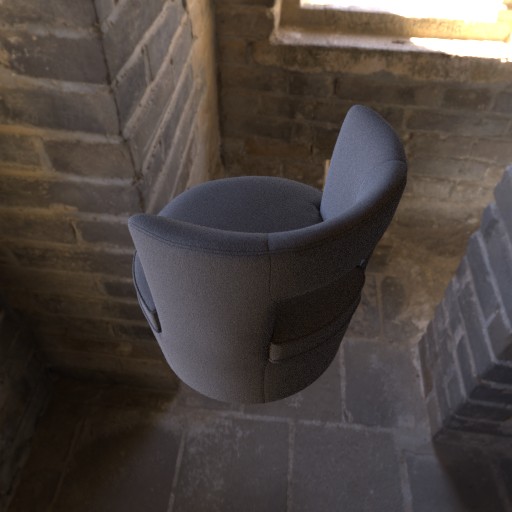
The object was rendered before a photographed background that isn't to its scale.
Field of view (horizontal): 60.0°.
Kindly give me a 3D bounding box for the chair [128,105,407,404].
[{"bbox_3d":[0.000,0.000,1.253,0.689,0.719,0.660,-33,54,-28],"label":"chair"}]
